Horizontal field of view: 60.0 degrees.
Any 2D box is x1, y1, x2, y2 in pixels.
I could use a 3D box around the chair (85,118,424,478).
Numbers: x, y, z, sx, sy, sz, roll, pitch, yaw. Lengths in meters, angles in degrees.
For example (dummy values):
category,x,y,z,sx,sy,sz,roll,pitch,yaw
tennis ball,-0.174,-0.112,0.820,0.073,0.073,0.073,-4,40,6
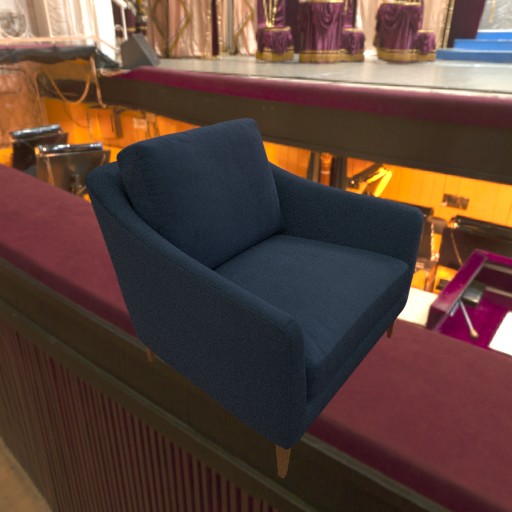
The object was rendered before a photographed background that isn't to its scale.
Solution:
category,x,y,z,sx,sy,sz,roll,pitch,yaw
chair,0.000,0.000,1.686,0.961,0.899,0.987,18,32,32
